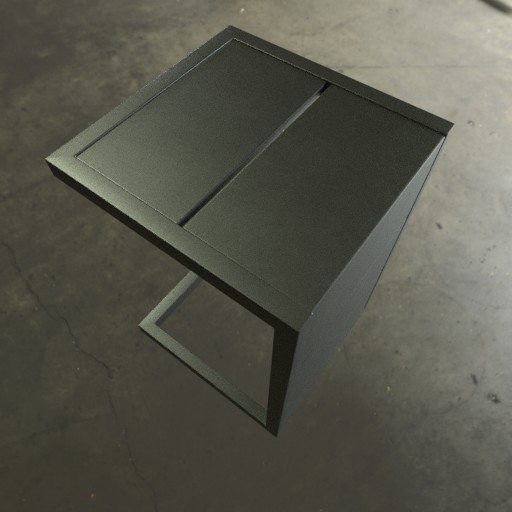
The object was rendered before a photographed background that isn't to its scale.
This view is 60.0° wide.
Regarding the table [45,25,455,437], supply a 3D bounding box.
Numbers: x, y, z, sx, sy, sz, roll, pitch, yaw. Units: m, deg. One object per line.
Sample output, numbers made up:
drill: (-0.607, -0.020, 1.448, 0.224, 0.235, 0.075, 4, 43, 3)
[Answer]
table: (0.000, 0.000, 0.881, 0.420, 0.609, 0.405, 33, 63, 19)
